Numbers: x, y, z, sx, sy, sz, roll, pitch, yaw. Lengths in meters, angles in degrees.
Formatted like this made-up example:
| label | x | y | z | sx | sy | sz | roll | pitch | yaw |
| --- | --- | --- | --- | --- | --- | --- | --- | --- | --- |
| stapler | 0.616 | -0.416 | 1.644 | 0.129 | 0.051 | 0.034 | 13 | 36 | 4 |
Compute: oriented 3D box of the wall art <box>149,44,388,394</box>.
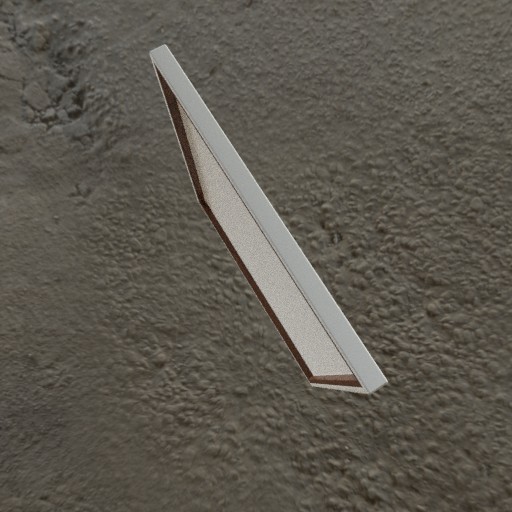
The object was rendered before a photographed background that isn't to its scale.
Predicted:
| label | x | y | z | sx | sy | sz | roll | pitch | yaw |
| --- | --- | --- | --- | --- | --- | --- | --- | --- | --- |
| wall art | 0.000 | 0.000 | 1.156 | 0.037 | 0.757 | 0.757 | -30 | 77 | -8 |
